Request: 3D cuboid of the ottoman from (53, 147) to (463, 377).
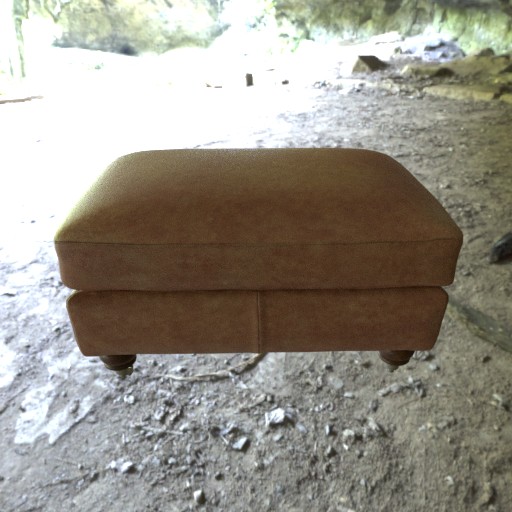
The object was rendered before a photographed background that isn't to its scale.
[{"bbox_3d":[0.000,0.000,1.190,0.852,0.507,0.565,-1,29,-1],"label":"ottoman"}]
